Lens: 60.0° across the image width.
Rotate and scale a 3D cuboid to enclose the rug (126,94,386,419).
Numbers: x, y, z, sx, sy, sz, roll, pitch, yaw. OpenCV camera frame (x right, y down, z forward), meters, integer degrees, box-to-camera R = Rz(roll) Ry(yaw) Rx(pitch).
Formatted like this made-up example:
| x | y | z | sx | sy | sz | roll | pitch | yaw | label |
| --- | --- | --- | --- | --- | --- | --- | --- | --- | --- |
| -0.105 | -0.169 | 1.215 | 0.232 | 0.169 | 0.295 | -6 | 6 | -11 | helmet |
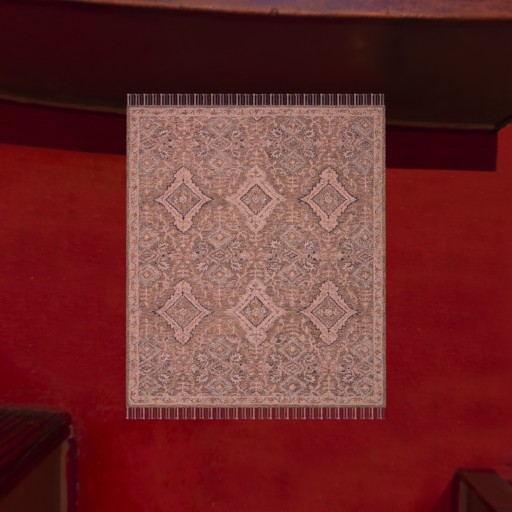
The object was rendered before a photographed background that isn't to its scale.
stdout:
| x | y | z | sx | sy | sz | roll | pitch | yaw | label |
| --- | --- | --- | --- | --- | --- | --- | --- | --- | --- |
| 0.000 | 0.000 | 4.170 | 2.437 | 0.010 | 3.056 | 0 | 90 | 0 | rug |
